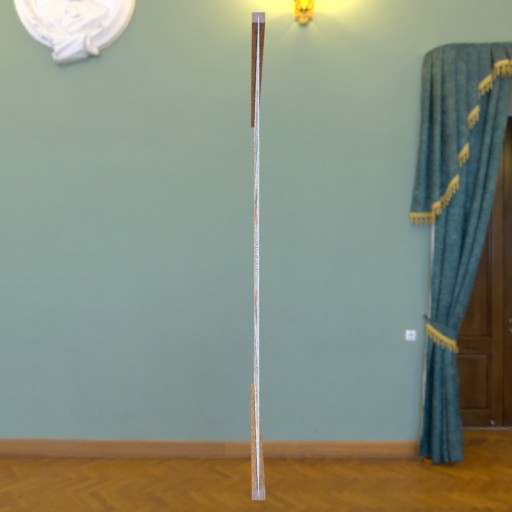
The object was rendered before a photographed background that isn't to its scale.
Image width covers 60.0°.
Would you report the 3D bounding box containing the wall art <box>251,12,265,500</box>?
[{"bbox_3d":[0.000,0.000,1.302,0.028,1.016,0.765,0,0,-1],"label":"wall art"}]
